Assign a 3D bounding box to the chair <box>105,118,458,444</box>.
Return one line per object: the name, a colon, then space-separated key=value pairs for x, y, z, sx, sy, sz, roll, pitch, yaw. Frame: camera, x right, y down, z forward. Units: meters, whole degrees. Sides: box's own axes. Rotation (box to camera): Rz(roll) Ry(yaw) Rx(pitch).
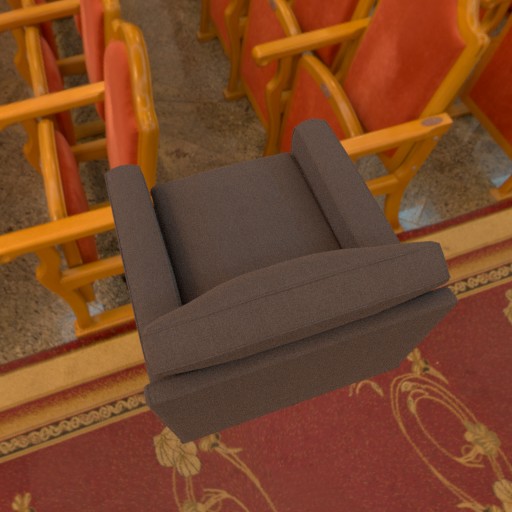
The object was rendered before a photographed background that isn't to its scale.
chair: x=0.000 y=0.000 z=1.787 sx=0.997 sy=0.913 sz=1.043 roll=-16 pitch=61 yaw=-9
